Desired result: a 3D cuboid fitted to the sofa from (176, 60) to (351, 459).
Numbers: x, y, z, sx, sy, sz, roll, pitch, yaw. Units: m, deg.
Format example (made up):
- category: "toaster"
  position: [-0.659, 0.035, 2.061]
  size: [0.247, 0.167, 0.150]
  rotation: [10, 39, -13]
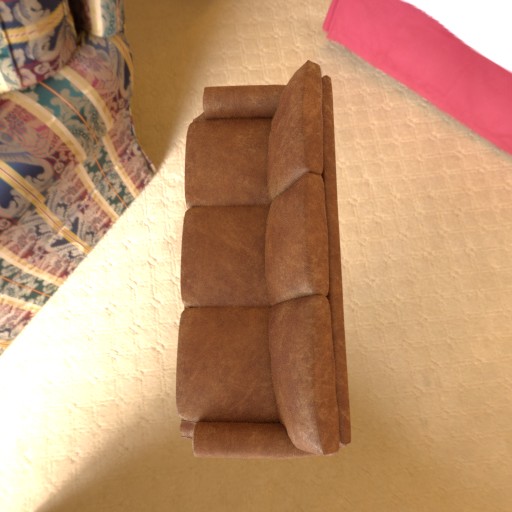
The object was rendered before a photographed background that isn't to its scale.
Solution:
- category: "sofa"
  position: [0.000, 0.000, 2.818]
  size: [0.973, 0.977, 2.351]
  rotation: [0, 75, 0]
